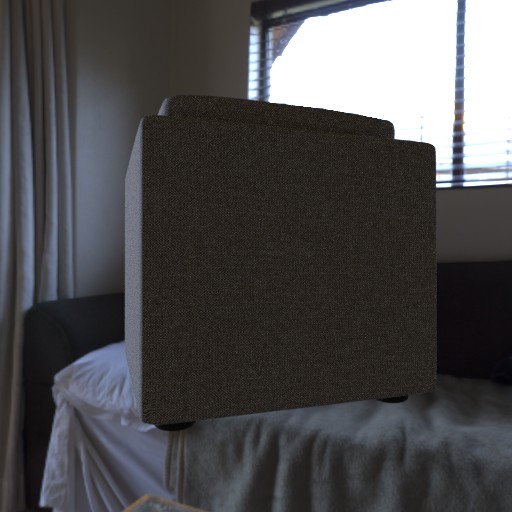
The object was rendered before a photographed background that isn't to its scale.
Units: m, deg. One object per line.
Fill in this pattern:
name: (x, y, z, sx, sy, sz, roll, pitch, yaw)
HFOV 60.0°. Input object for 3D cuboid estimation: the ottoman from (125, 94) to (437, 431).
ottoman: (0.000, 0.000, 0.821, 0.450, 0.460, 0.450, 0, 0, -19)
